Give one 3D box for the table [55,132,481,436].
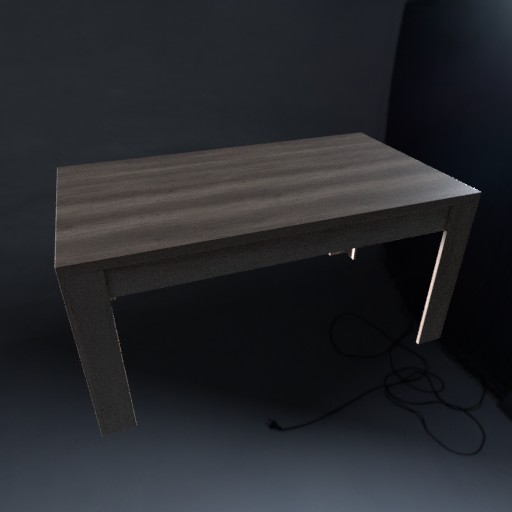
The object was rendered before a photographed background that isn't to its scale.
[{"bbox_3d":[0.000,0.000,2.105,1.600,0.775,0.900,-11,33,-17],"label":"table"}]
